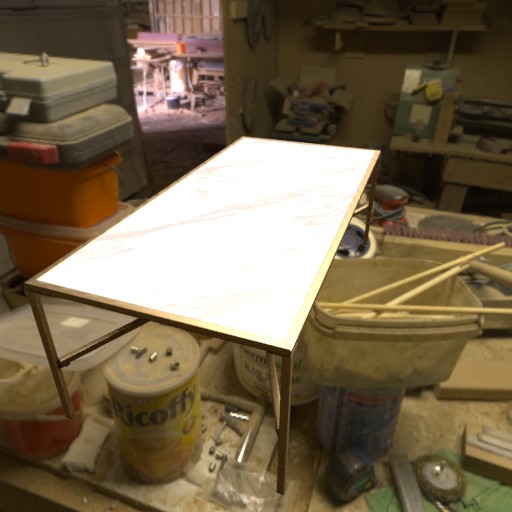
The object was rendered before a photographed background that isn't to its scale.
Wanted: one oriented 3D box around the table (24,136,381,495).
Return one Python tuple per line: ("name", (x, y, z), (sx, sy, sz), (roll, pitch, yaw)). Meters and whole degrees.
("table", (0.000, 0.000, 1.411), (0.577, 0.405, 1.197), (11, 32, 18))
